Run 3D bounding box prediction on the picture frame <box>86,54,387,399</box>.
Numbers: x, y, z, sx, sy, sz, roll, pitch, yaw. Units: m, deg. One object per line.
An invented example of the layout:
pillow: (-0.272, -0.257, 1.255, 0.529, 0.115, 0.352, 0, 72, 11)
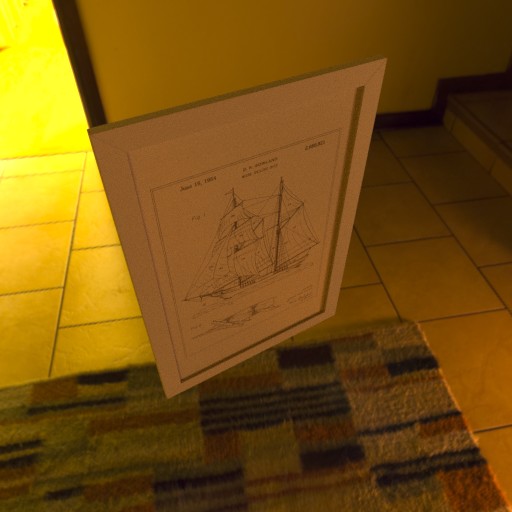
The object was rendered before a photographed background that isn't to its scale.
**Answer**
picture frame: (0.000, 0.000, 0.592, 0.326, 0.459, 0.011, -22, 49, -21)
